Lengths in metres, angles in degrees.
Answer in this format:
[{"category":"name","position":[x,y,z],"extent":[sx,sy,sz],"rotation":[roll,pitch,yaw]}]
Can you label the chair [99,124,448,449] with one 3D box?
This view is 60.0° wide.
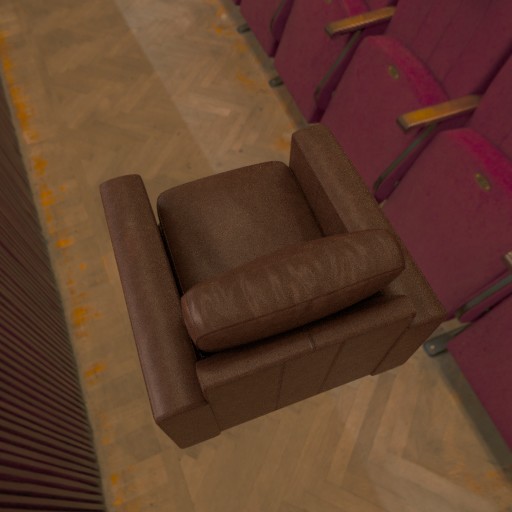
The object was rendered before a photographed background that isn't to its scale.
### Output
[{"category":"chair","position":[0.000,0.000,1.727],"extent":[1.005,0.873,1.016],"rotation":[-17,60,-10]}]
